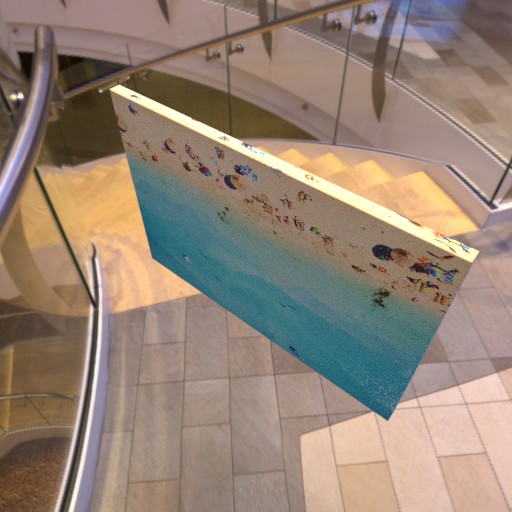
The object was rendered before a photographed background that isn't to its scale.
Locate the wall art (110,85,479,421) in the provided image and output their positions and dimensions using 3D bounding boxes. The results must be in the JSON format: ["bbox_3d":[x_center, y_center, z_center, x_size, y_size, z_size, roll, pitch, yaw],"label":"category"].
[{"bbox_3d":[0.000,0.000,1.411,1.136,0.769,0.040,31,54,26],"label":"wall art"}]
